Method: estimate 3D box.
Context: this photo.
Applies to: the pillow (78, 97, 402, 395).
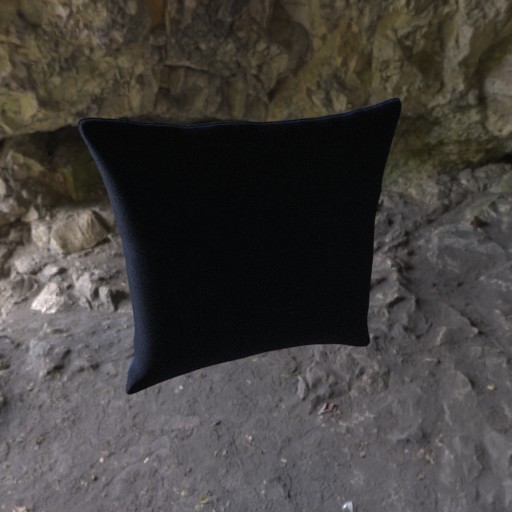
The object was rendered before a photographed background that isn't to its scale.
[{"bbox_3d":[0.000,0.000,0.659,0.431,0.431,0.141,-8,28,-15],"label":"pillow"}]
